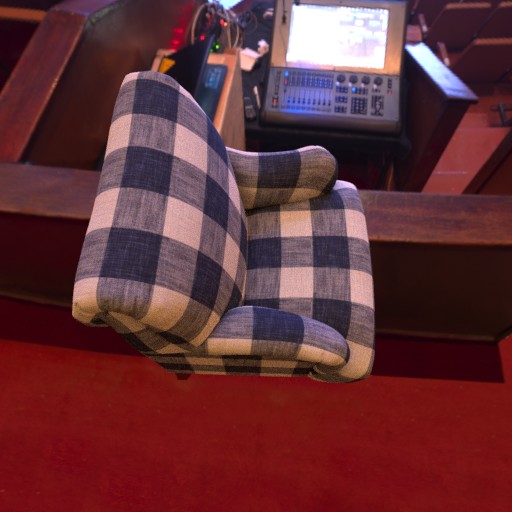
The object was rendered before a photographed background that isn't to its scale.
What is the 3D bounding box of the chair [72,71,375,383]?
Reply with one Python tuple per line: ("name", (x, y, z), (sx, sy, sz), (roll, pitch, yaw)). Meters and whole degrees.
("chair", (0.000, 0.000, 1.535), (0.848, 0.953, 0.781), (2, 64, 1))
